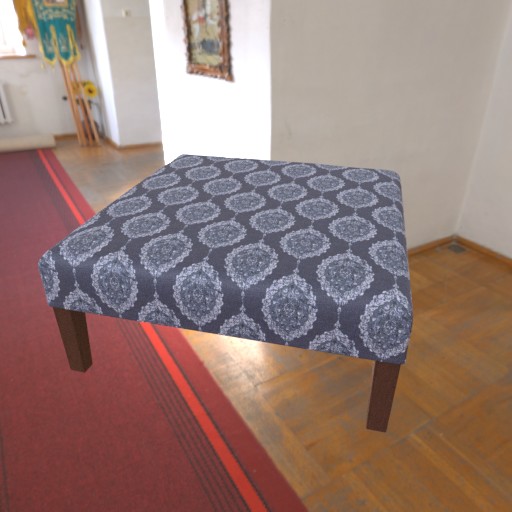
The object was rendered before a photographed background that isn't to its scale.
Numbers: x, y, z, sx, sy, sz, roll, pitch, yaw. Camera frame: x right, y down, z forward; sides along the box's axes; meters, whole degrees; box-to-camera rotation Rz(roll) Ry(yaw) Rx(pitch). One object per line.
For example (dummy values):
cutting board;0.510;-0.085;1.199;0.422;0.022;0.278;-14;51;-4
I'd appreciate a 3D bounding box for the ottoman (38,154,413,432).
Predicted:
ottoman;0.000;0.000;1.433;0.889;0.409;0.890;7;30;12
